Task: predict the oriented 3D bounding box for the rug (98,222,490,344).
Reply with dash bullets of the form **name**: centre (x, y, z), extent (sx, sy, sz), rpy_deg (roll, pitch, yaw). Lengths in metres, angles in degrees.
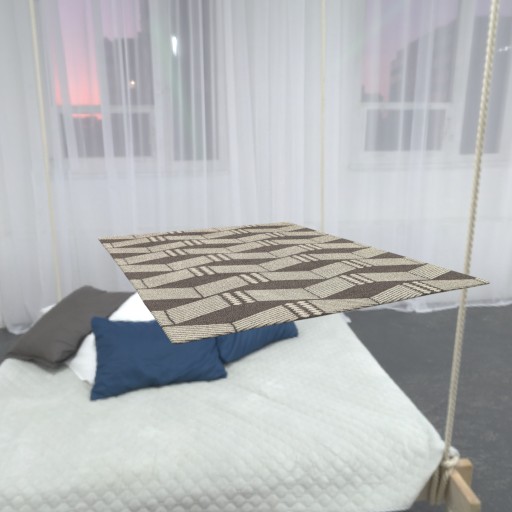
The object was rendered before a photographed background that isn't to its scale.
- **rug**: centre (0.000, 0.000, 4.123), extent (2.438, 0.016, 3.048), rpy_deg (-7, 15, -25)
